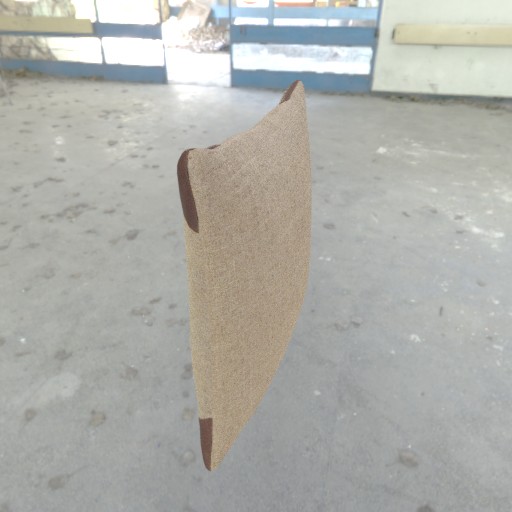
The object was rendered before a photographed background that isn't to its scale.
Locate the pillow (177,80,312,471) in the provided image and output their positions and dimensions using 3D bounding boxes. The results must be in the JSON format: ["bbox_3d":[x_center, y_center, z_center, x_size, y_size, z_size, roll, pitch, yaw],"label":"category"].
[{"bbox_3d":[0.000,0.000,0.677,0.147,0.448,0.437,9,31,15],"label":"pillow"}]
